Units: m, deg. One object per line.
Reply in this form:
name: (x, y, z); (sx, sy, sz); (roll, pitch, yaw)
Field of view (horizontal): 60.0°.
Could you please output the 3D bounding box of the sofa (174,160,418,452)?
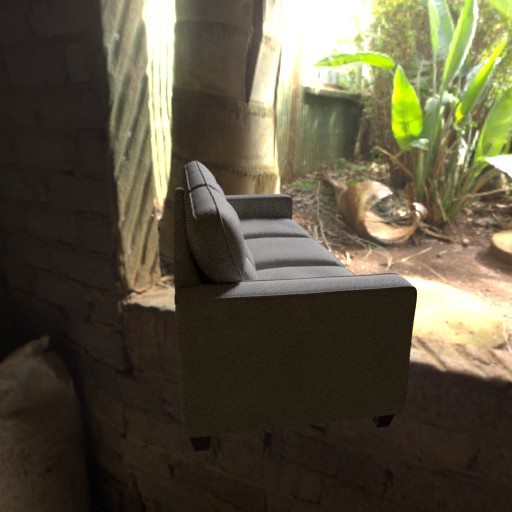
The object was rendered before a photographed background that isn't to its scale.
sofa: (0.000, 0.000, 2.647); (0.939, 0.965, 2.133); (-3, 18, -9)
